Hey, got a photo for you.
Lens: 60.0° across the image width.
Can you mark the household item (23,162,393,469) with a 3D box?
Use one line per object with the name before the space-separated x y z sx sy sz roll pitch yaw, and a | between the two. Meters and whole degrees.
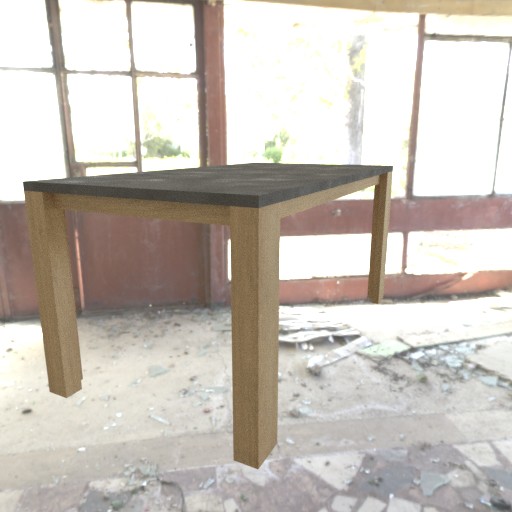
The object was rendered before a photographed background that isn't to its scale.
household item | 0.000 0.000 2.008 0.850 0.755 1.600 7 16 27
